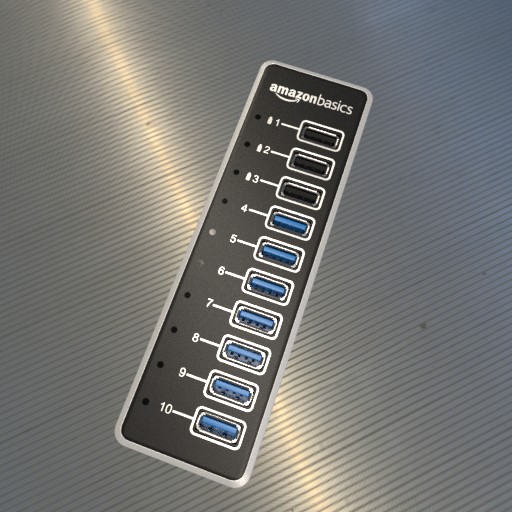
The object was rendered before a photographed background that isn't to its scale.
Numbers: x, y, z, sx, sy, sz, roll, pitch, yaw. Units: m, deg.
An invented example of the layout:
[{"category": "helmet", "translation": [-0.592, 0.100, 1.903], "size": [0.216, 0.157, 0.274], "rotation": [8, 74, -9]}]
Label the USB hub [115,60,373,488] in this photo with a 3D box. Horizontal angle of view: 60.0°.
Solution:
[{"category": "USB hub", "translation": [0.000, 0.000, 0.161], "size": [0.044, 0.023, 0.145], "rotation": [19, 76, 5]}]
